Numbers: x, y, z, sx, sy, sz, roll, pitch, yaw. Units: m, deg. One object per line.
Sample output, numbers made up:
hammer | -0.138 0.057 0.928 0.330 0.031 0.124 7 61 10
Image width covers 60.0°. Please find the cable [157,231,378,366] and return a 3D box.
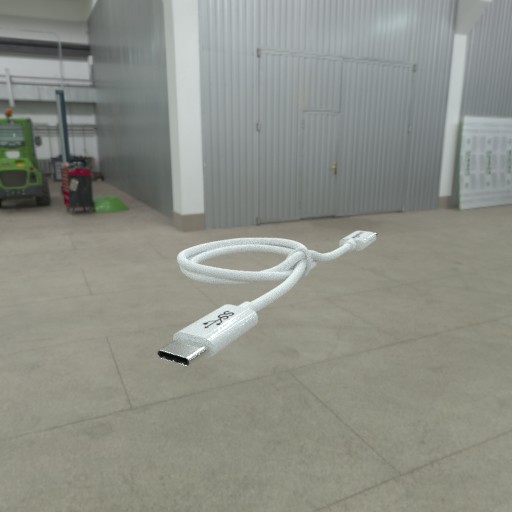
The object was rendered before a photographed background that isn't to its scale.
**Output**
cable | 0.000 0.000 0.208 0.070 0.014 0.186 8 17 28
